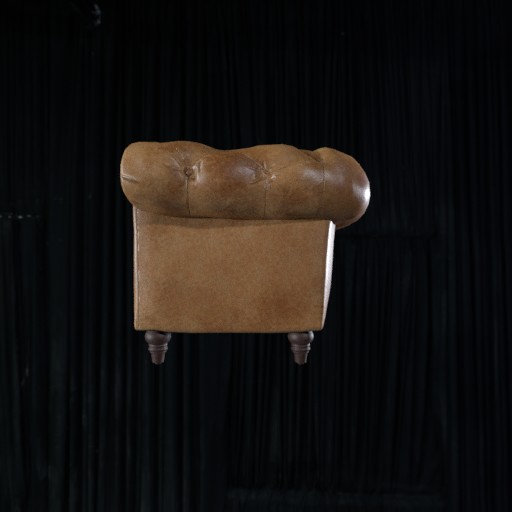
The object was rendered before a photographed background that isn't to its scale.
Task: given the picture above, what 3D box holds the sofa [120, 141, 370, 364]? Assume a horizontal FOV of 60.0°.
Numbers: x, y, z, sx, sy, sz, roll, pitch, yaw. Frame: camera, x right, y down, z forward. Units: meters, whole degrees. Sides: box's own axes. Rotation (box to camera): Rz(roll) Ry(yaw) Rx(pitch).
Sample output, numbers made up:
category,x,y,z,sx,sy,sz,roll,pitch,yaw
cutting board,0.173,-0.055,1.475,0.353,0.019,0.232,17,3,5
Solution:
category,x,y,z,sx,sy,sz,roll,pitch,yaw
sofa,0.000,0.000,2.562,1.042,0.877,1.979,0,0,0
